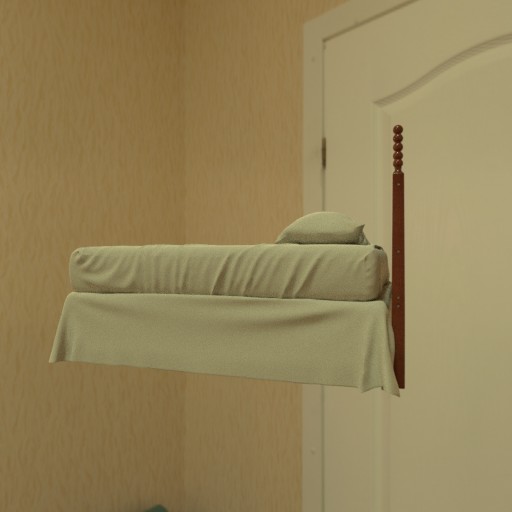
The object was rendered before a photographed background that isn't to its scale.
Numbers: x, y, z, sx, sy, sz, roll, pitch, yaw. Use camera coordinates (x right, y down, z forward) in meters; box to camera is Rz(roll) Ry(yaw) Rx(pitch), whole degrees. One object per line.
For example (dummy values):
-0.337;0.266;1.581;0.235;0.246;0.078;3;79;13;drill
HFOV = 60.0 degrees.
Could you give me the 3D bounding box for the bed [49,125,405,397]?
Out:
0.000;0.000;3.495;2.219;1.355;2.322;0;0;18;bed
